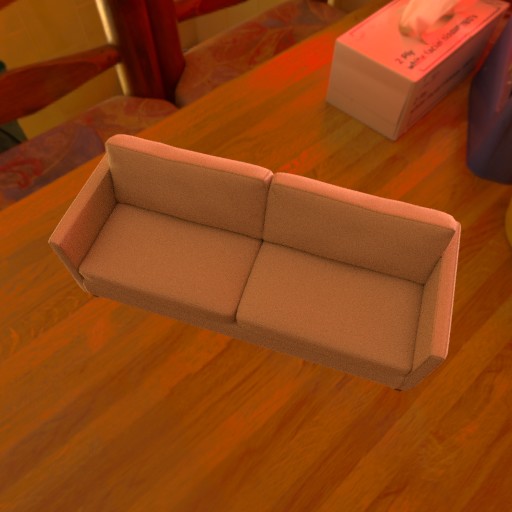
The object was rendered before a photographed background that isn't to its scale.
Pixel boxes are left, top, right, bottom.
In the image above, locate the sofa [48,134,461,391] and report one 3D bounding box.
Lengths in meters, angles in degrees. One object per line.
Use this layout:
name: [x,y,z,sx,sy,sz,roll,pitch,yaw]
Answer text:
sofa: [0.000,0.000,2.904,2.361,0.968,0.951,16,60,9]
